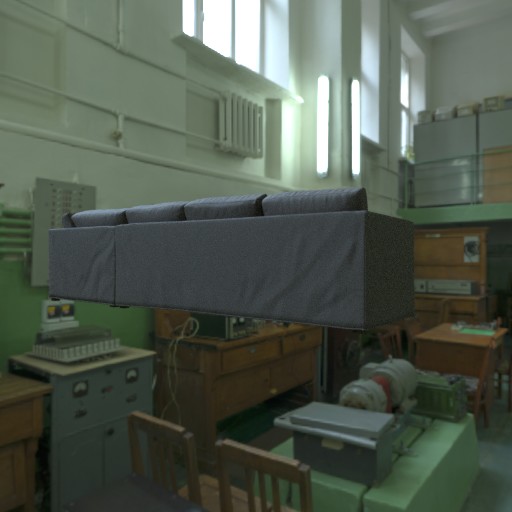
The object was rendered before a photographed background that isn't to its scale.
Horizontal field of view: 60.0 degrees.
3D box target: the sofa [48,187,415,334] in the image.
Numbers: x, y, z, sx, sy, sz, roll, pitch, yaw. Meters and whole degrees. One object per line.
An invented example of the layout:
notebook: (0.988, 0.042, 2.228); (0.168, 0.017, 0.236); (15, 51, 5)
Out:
sofa: (0.000, 0.000, 4.310); (3.182, 0.871, 2.432); (0, 0, 35)
